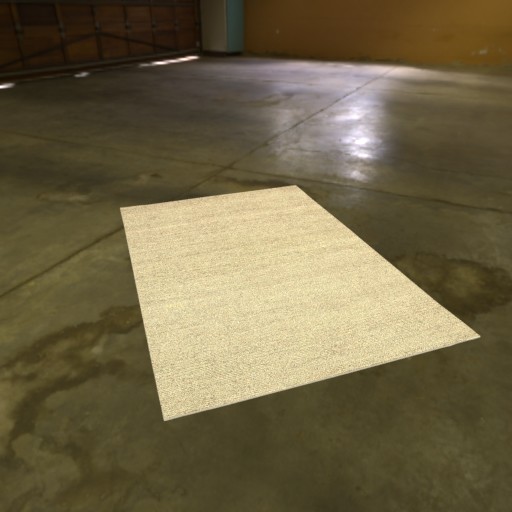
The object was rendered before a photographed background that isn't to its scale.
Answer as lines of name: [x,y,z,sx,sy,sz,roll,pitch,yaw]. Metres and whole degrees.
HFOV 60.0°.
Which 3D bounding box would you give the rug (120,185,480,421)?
rug: [0.000,0.000,2.982,1.609,0.030,2.342,-10,31,-17]
